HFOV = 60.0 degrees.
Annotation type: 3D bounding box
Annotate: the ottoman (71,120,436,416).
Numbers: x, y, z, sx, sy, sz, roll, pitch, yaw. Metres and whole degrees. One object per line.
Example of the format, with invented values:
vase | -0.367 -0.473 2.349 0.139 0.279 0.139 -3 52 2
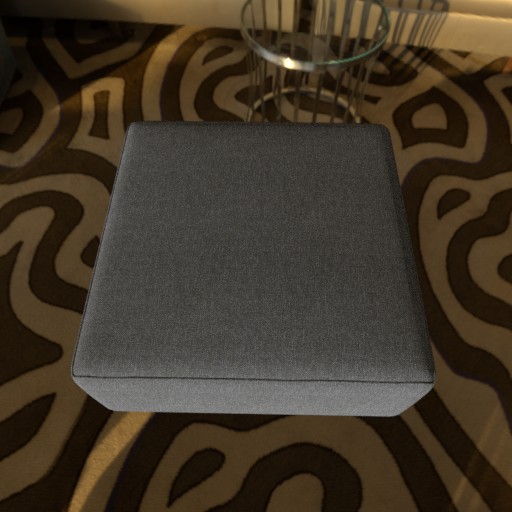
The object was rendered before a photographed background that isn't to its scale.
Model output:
ottoman | 0.000 0.000 1.555 1.000 0.439 1.000 1 59 1
